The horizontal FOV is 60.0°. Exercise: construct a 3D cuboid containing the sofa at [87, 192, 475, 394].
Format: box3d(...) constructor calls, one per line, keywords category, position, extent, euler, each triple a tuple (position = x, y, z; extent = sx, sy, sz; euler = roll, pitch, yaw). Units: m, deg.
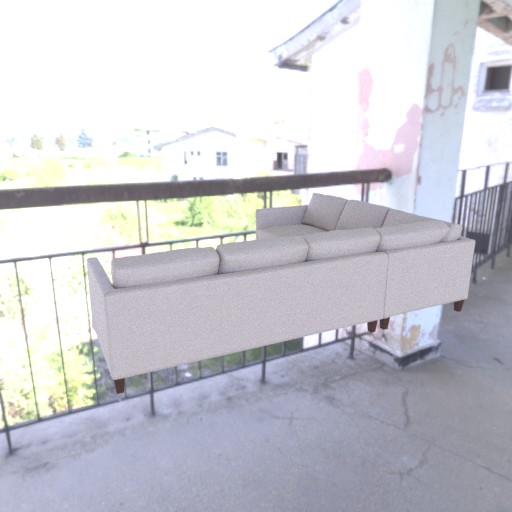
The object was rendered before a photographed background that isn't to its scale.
box3d(category="sofa", position=(0.000, 0.000, 4.354), extent=(3.182, 0.863, 2.432), euler=(-7, 17, -25))
